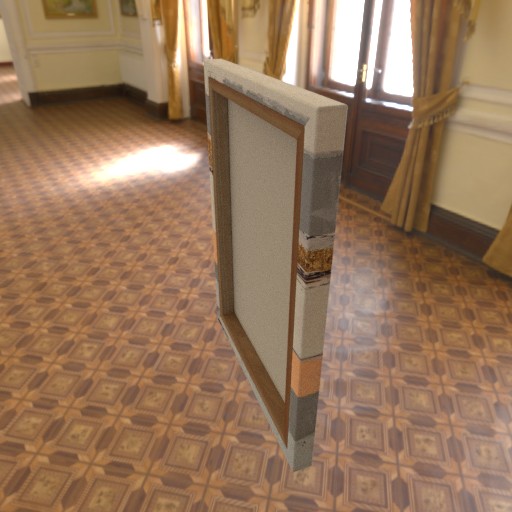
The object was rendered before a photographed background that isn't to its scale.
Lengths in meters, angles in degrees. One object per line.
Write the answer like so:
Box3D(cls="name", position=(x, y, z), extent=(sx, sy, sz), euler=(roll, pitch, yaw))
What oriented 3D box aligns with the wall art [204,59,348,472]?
Box3D(cls="wall art", position=(0.000, 0.000, 0.801), extent=(0.038, 0.609, 0.456), euler=(-11, 32, -18))
